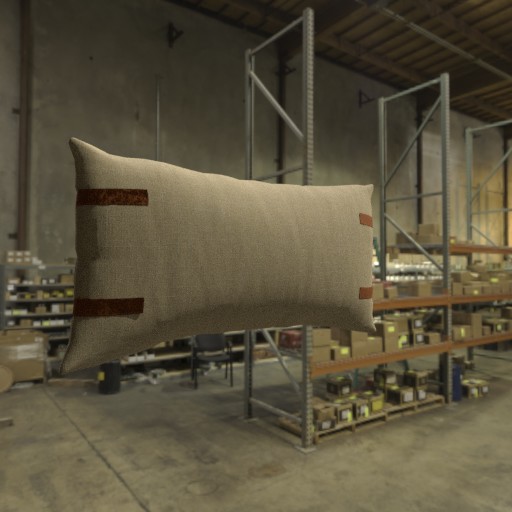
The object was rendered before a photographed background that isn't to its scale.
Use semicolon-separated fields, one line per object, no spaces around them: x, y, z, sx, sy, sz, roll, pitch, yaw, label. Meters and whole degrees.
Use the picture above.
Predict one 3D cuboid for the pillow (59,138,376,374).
0.000;0.000;0.741;0.612;0.308;0.148;1;-2;-36;pillow
